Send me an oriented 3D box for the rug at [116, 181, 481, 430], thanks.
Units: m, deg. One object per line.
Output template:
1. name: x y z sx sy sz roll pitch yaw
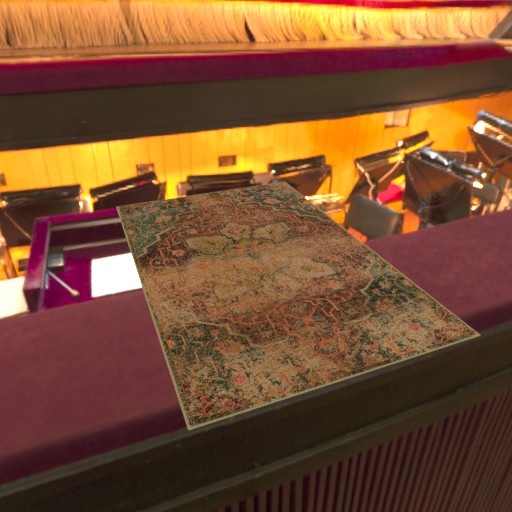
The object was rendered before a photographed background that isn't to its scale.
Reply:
1. rug: 0.000 0.000 2.941 1.566 0.004 2.363 -11 32 -18
